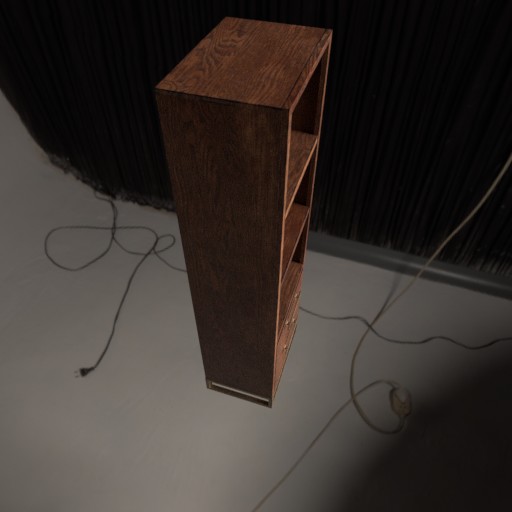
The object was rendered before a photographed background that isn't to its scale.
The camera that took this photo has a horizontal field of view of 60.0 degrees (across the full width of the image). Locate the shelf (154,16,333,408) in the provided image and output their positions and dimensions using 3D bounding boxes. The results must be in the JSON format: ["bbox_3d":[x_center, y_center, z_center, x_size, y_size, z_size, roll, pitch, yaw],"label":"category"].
[{"bbox_3d":[0.000,0.000,1.937,0.395,1.732,0.539,13,49,12],"label":"shelf"}]
